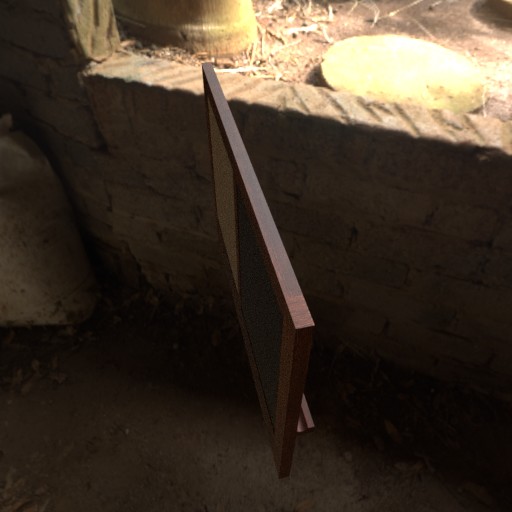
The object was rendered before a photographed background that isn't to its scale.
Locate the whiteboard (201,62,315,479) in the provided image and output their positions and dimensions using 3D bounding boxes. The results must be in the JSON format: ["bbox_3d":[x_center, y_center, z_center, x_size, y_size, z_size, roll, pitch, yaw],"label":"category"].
[{"bbox_3d":[0.000,0.000,0.993,0.083,0.553,0.768,-10,47,-9],"label":"whiteboard"}]
